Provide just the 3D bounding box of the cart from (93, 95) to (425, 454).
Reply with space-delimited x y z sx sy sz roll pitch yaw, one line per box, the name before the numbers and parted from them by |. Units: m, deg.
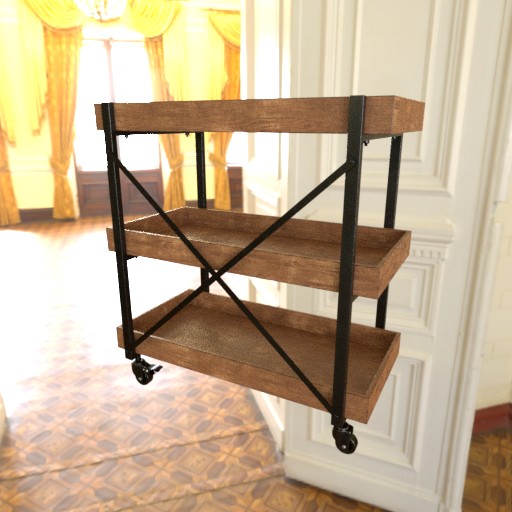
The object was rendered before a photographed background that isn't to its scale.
cart | 0.000 0.000 1.222 0.750 0.800 0.411 9 19 27
